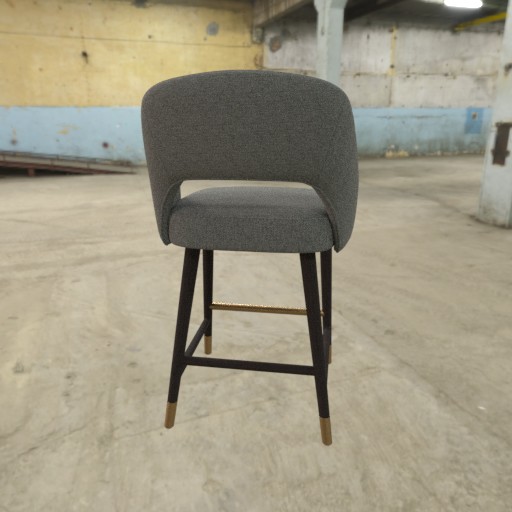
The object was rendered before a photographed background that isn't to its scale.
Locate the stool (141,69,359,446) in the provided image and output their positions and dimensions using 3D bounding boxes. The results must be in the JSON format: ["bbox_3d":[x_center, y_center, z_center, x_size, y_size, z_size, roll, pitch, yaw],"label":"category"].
[{"bbox_3d":[0.000,0.000,1.253,0.536,0.925,0.524,3,17,9],"label":"stool"}]
